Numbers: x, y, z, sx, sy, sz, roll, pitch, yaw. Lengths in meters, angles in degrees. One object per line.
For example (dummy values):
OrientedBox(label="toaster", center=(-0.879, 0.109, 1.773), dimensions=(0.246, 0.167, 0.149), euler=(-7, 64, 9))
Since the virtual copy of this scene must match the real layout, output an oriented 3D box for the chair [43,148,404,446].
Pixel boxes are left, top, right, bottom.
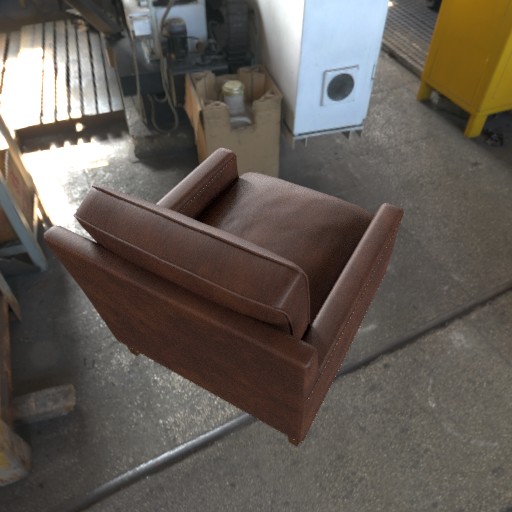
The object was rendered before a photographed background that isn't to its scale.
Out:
OrientedBox(label="chair", center=(0.000, 0.000, 1.669), dimensions=(0.853, 0.929, 1.014), euler=(23, 51, 20))
